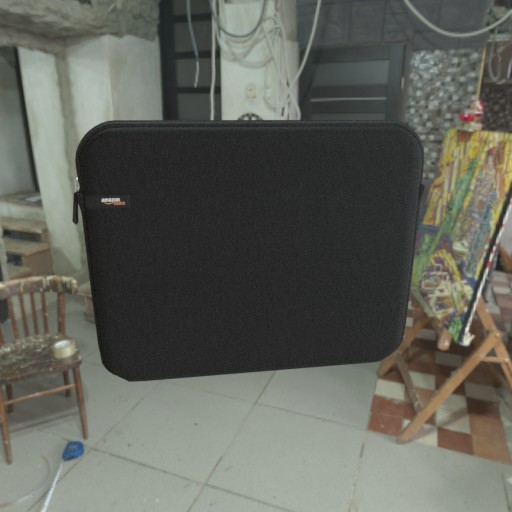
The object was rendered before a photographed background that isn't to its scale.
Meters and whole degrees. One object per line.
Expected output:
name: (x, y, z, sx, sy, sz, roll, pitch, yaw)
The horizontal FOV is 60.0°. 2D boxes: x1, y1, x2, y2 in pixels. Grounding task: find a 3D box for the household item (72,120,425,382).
household item: (0.000, 0.000, 0.520, 0.396, 0.305, 0.030, -3, 18, -8)
